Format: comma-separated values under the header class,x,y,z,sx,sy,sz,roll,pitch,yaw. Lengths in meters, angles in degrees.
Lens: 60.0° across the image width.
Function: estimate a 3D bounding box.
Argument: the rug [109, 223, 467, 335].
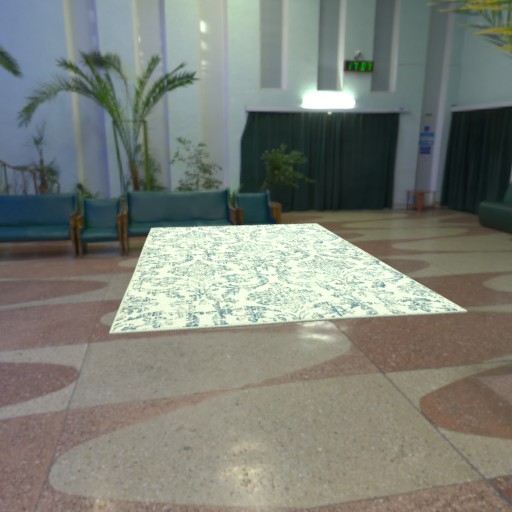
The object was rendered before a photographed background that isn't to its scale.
class,x,y,z,sx,sy,sz,roll,pitch,yaw
rug,0.000,0.000,3.506,1.819,0.018,2.746,-2,14,-9
